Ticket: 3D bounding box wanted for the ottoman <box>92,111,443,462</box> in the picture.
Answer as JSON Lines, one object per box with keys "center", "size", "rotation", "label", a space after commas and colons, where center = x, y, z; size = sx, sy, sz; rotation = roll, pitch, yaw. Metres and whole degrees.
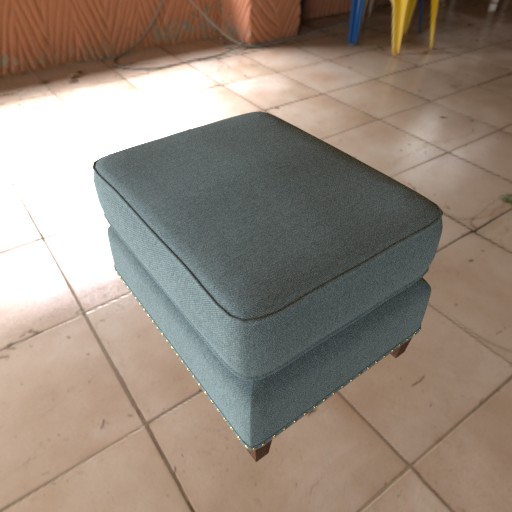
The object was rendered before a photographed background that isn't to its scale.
{"center": [0.000, 0.000, 1.186], "size": [0.589, 0.537, 0.738], "rotation": [-26, 47, -27], "label": "ottoman"}
